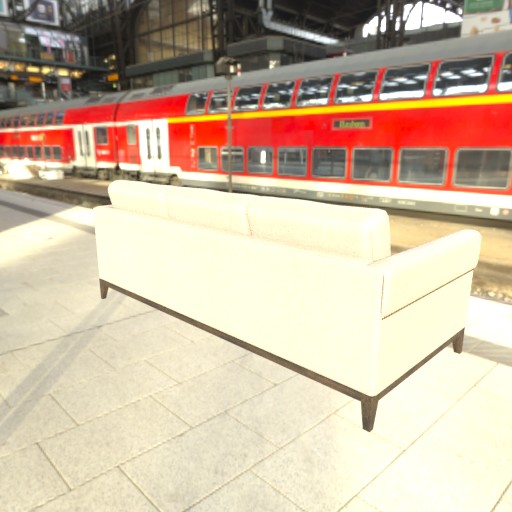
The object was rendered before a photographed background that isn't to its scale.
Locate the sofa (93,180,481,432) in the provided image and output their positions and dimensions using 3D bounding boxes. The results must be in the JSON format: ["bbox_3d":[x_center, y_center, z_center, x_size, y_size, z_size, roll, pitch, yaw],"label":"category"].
[{"bbox_3d":[0.000,0.000,2.663,2.210,0.838,0.959,14,20,43],"label":"sofa"}]
